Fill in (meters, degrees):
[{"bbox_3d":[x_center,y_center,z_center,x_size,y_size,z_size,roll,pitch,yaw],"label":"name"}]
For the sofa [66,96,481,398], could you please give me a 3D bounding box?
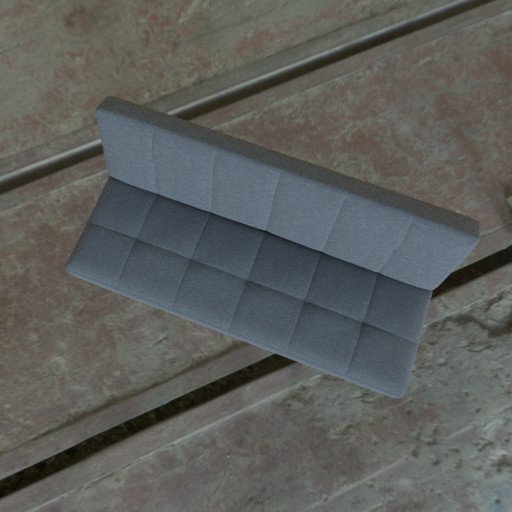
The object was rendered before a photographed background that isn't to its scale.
[{"bbox_3d":[0.000,0.000,2.230,1.820,0.770,0.820,20,77,5],"label":"sofa"}]
